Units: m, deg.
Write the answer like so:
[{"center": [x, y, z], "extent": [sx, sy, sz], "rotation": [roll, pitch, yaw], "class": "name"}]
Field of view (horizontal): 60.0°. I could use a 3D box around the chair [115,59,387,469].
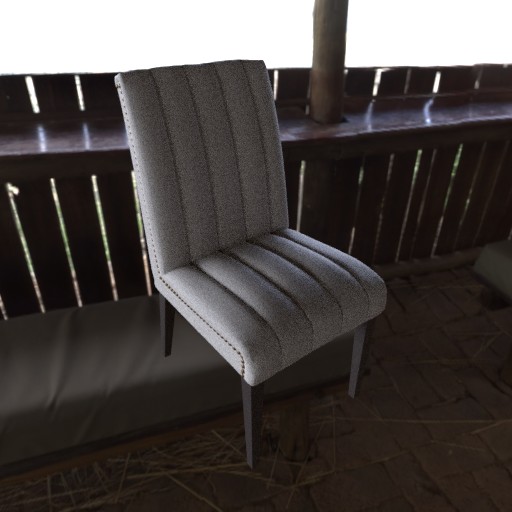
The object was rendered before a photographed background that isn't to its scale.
[{"center": [0.000, 0.000, 1.338], "extent": [0.511, 1.016, 0.647], "rotation": [-21, 37, -31], "class": "chair"}]
